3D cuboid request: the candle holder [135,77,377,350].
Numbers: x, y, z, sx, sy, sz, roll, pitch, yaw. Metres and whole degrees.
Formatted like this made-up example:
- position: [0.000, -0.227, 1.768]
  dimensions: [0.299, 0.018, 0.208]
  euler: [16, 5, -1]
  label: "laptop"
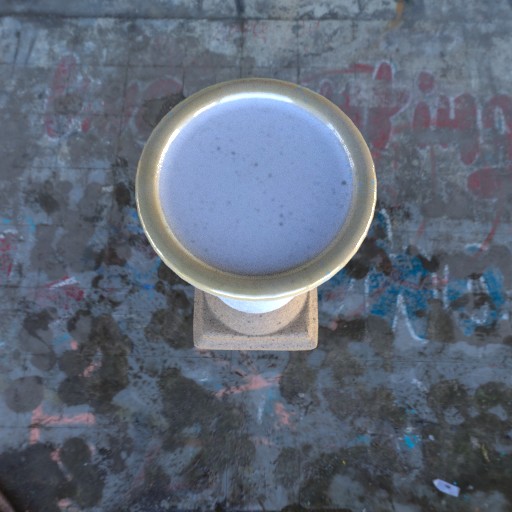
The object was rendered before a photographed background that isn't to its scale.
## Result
- position: [0.000, 0.000, 0.299]
  dimensions: [0.110, 0.239, 0.110]
  euler: [1, 74, 0]
  label: "candle holder"
